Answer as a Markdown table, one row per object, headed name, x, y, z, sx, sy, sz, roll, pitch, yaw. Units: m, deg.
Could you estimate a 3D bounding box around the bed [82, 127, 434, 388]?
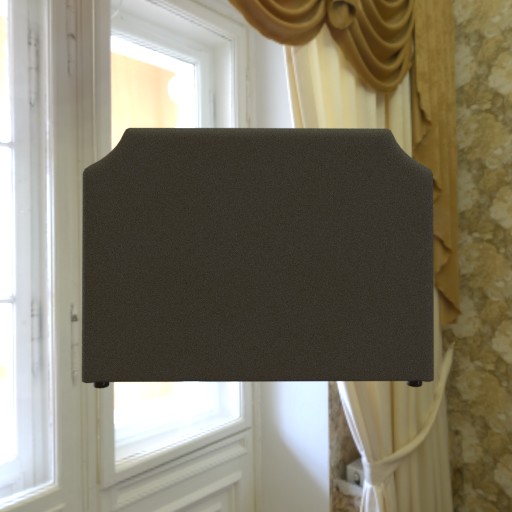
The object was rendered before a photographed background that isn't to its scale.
| name | x | y | z | sx | sy | sz | roll | pitch | yaw |
| --- | --- | --- | --- | --- | --- | --- | --- | --- | --- |
| bed | 0.000 | 0.000 | 3.876 | 2.194 | 1.561 | 2.536 | 0 | 1 | -1 |
